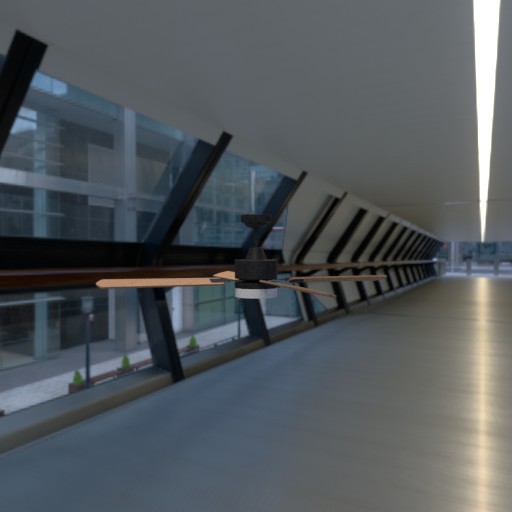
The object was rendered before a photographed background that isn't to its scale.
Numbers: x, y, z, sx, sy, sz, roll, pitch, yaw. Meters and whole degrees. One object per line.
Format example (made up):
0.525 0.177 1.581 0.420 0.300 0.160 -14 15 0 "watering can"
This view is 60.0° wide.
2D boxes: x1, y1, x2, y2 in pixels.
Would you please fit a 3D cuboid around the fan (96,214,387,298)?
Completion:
0.000 0.000 1.944 1.320 0.355 1.320 0 1 -19 "fan"
